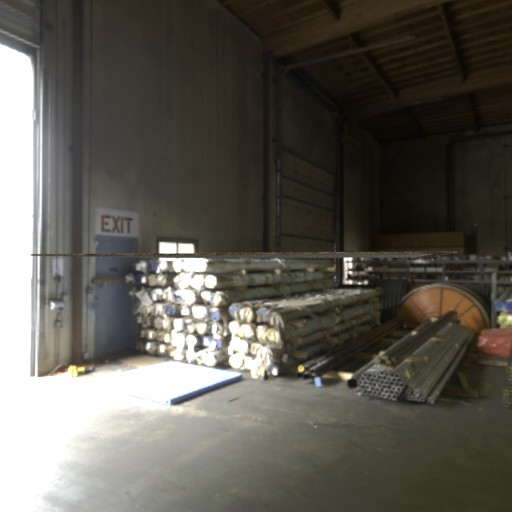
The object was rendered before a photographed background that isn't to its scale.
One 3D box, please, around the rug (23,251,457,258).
[{"bbox_3d":[0.000,0.000,4.314,3.291,0.017,2.431,0,-1,17],"label":"rug"}]
